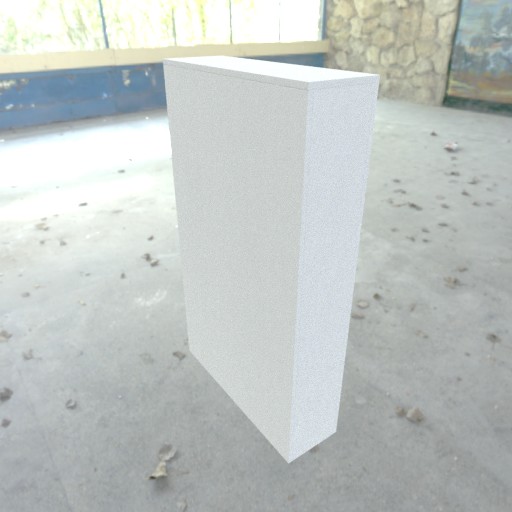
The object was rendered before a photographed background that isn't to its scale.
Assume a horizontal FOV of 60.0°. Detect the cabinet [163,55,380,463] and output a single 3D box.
[{"bbox_3d":[0.000,0.000,1.614,0.250,1.280,0.750,-19,34,-31],"label":"cabinet"}]
